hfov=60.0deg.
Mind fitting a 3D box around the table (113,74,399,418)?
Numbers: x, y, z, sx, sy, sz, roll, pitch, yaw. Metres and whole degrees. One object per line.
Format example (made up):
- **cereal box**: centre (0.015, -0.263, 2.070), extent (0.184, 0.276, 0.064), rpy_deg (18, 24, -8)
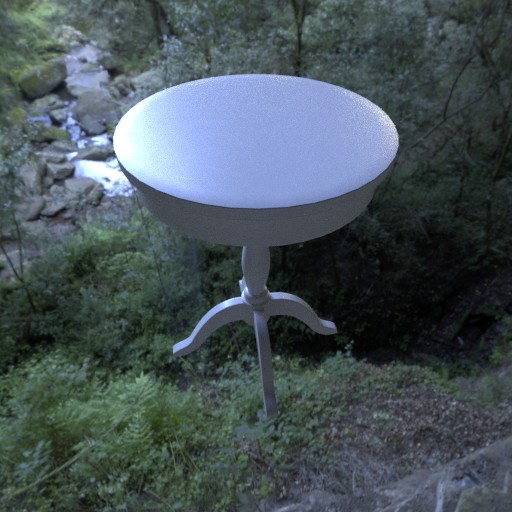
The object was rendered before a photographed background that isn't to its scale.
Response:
- **table**: centre (0.000, 0.000, 1.037), extent (0.513, 0.653, 0.513), rpy_deg (0, 42, 0)
